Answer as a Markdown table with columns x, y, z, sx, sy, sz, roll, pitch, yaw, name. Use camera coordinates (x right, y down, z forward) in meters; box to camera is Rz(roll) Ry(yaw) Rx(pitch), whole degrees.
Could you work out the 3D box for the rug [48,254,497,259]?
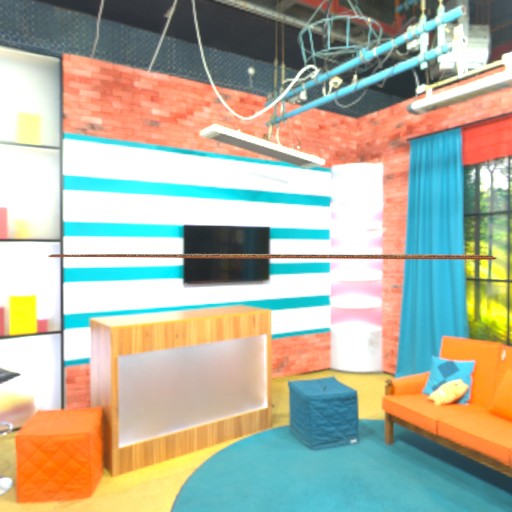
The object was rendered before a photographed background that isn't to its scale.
| x | y | z | sx | sy | sz | roll | pitch | yaw | name |
| --- | --- | --- | --- | --- | --- | --- | --- | --- | --- |
| 0.000 | 0.000 | 2.463 | 2.274 | 0.016 | 0.651 | 0 | 1 | 18 | rug |
